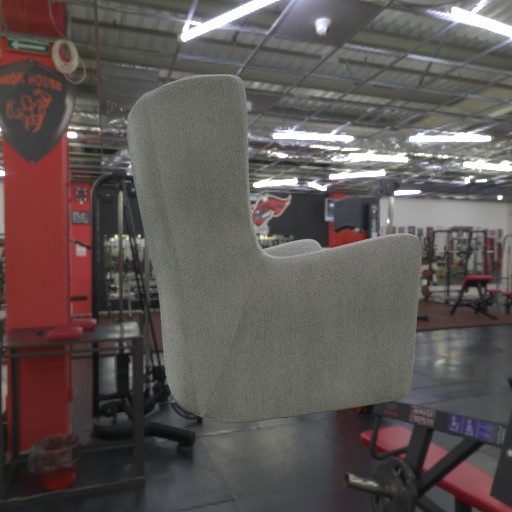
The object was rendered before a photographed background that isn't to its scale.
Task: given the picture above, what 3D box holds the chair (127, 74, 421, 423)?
[{"bbox_3d":[0.000,0.000,1.624,0.904,1.000,0.779,0,1,-17],"label":"chair"}]
